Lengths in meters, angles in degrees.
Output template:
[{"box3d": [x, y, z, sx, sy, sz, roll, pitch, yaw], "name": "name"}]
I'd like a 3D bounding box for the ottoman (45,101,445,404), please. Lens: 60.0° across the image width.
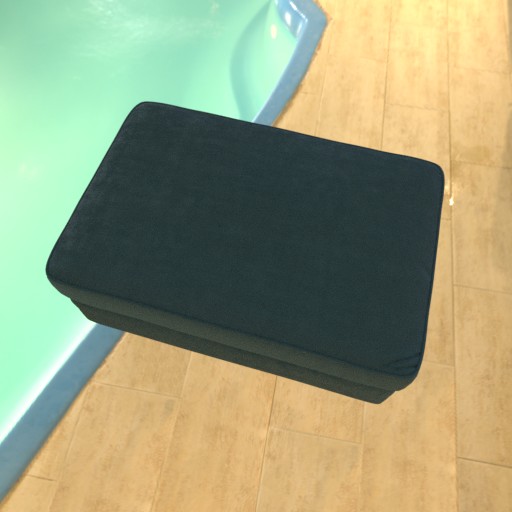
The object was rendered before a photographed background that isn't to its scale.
[{"box3d": [0.000, 0.000, 1.235, 0.862, 0.484, 0.583, 14, 64, 7], "name": "ottoman"}]
